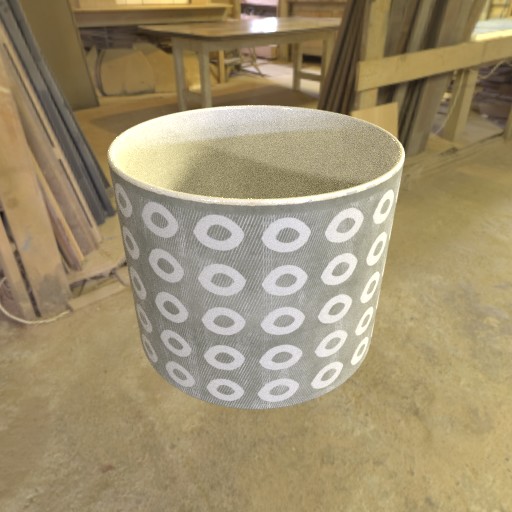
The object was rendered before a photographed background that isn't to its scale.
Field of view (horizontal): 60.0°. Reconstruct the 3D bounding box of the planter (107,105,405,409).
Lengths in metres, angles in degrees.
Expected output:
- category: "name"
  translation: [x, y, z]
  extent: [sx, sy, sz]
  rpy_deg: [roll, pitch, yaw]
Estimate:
- category: "planter"
  translation: [0.000, 0.000, 0.450]
  extent: [0.250, 0.239, 0.250]
  rpy_deg: [0, 32, 0]
